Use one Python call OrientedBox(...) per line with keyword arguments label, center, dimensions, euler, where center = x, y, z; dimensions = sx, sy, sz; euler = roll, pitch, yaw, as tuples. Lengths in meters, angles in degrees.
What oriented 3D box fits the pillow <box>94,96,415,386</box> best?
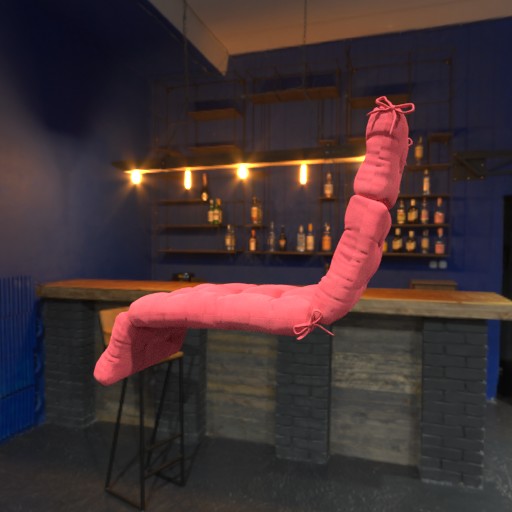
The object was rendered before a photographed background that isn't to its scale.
OrientedBox(label="pillow", center=(0.000, 0.000, 1.528), dimensions=(1.016, 0.863, 0.526), euler=(1, 2, 19))
